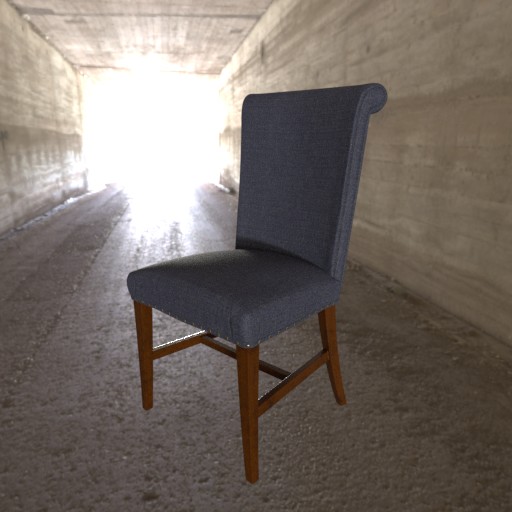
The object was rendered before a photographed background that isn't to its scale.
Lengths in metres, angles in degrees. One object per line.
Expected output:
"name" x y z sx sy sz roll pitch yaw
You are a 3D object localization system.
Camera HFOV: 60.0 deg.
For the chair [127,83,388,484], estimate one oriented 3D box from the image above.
"chair" 0.000 0.000 1.342 0.513 0.988 0.608 13 20 41
